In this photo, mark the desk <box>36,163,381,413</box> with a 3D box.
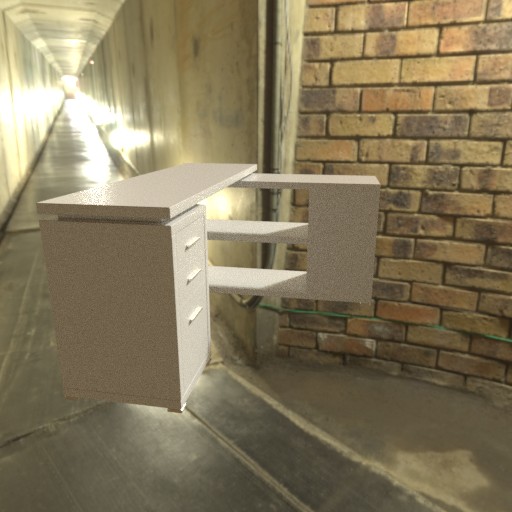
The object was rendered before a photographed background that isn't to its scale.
[{"bbox_3d":[0.000,0.000,2.186,1.200,0.753,1.524,3,17,10],"label":"desk"}]
